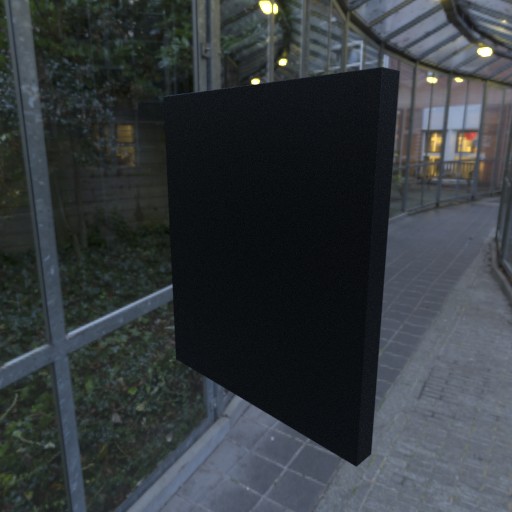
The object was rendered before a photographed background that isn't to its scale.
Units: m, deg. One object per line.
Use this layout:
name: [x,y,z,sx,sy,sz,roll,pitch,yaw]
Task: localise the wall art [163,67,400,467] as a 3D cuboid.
wall art: [0.000,0.000,0.529,0.028,0.380,0.325,-13,19,-42]
